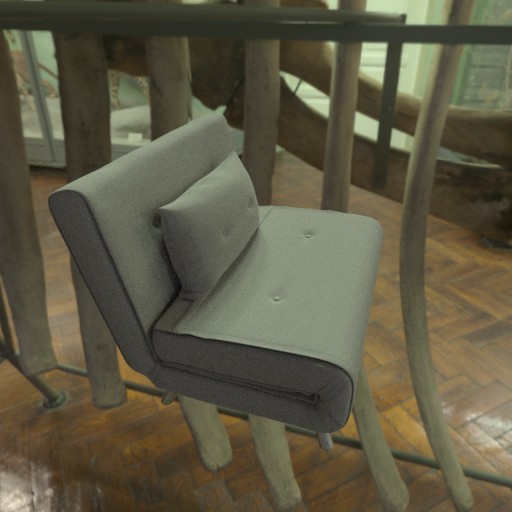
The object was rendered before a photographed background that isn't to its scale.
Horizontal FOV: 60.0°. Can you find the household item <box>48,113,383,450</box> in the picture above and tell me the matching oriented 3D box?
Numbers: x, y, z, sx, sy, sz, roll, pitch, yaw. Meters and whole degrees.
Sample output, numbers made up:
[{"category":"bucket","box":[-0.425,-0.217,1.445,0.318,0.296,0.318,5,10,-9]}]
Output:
[{"category":"household item","box":[0.000,0.000,1.650,0.874,0.800,1.000,10,31,16]}]
